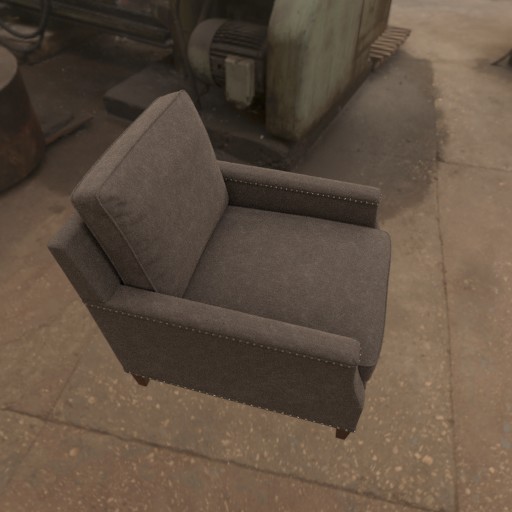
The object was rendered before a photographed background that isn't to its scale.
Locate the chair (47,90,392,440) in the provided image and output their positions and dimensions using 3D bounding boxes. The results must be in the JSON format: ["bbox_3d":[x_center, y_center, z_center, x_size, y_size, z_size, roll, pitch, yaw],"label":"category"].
[{"bbox_3d":[0.000,0.000,1.679,1.014,0.948,0.853,11,47,11],"label":"chair"}]
